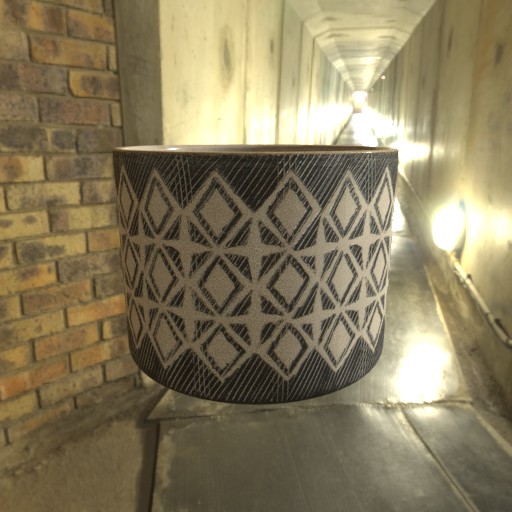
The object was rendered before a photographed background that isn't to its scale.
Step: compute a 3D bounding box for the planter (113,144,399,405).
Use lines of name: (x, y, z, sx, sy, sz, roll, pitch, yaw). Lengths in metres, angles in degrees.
planter: (0.000, 0.000, 0.218, 0.126, 0.104, 0.126, 0, 15, 0)
